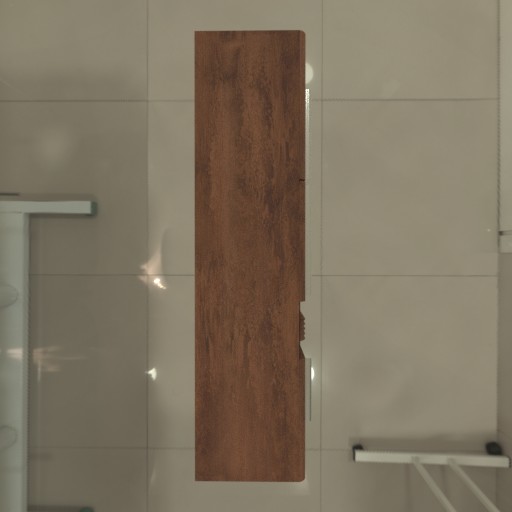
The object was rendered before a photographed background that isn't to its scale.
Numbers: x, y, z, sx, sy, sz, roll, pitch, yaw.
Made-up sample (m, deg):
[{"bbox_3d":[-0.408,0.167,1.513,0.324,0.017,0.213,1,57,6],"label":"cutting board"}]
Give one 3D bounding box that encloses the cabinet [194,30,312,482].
[{"bbox_3d":[0.000,0.000,2.021,0.420,0.900,1.600,0,90,1],"label":"cabinet"}]
